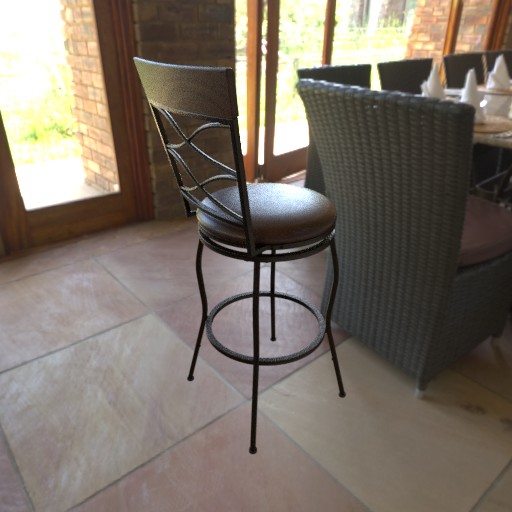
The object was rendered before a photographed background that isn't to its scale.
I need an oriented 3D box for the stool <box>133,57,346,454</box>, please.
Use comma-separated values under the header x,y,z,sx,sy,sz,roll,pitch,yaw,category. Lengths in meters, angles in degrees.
x,y,z,sx,sy,sz,roll,pitch,yaw,category
0.000,0.000,1.384,0.513,1.130,0.448,-19,33,-32,stool
